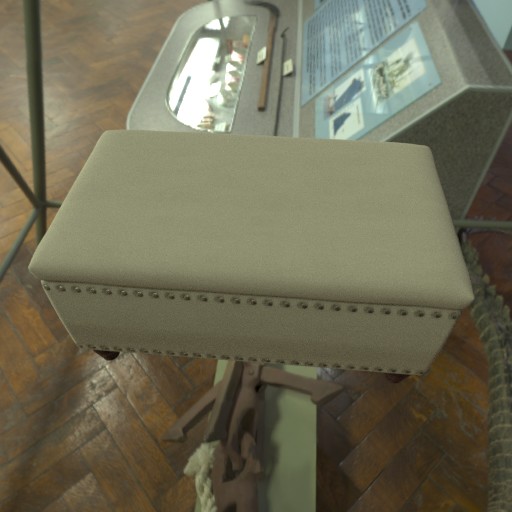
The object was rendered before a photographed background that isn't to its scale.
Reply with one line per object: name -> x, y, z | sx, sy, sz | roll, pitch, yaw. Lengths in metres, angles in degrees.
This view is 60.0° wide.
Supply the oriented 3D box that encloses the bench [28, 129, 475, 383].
bench -> 0.000, 0.000, 1.174 | 0.887, 0.449, 0.500 | 4, 48, 3
